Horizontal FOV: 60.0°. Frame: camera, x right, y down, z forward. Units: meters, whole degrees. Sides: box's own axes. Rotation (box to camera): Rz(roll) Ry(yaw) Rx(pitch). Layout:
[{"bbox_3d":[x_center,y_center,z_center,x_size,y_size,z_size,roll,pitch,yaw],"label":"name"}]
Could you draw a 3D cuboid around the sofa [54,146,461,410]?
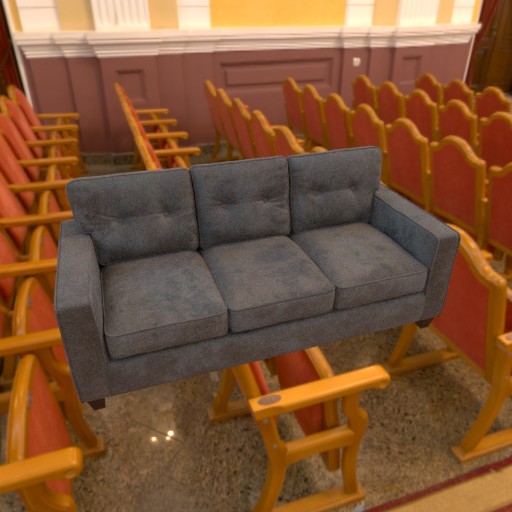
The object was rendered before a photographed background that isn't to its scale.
[{"bbox_3d":[0.000,0.000,2.603,2.133,0.965,0.939,-10,32,-16],"label":"sofa"}]
